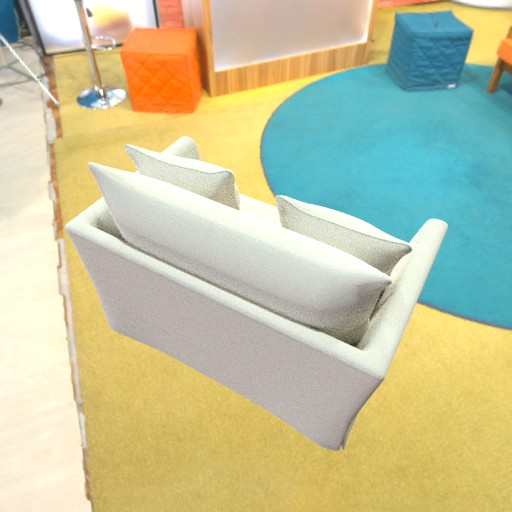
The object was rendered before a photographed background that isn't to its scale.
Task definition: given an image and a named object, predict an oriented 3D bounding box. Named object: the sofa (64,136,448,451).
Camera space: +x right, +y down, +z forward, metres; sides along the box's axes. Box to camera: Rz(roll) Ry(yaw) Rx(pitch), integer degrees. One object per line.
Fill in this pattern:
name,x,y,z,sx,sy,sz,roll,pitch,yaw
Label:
sofa,0.000,0.000,2.292,1.608,1.039,1.026,23,50,21
